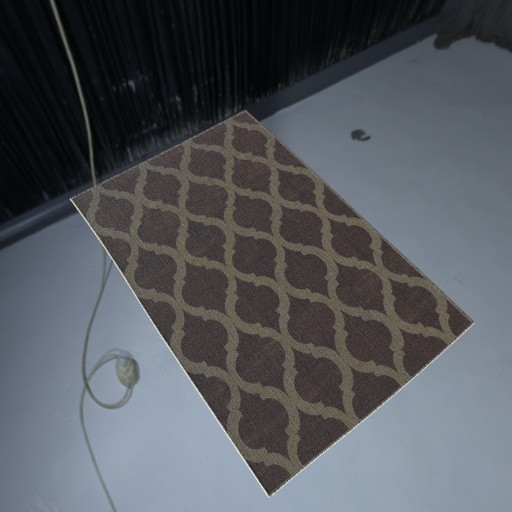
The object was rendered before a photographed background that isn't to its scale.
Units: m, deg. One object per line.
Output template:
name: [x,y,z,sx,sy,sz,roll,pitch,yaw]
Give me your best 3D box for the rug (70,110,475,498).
rug: [0.000,0.000,2.830,1.522,0.008,2.284,-32,64,-18]
